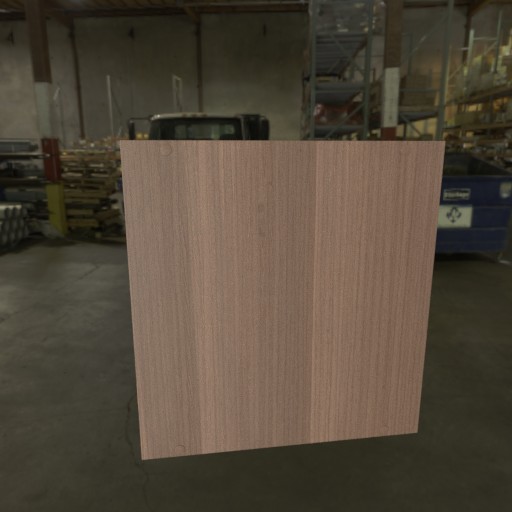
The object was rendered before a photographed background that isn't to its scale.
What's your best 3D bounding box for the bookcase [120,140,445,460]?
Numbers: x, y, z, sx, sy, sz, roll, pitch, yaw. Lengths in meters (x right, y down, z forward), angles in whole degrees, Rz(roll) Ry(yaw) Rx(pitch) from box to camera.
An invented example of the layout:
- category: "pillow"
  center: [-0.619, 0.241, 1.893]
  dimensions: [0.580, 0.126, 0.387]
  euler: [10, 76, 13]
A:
- category: "bookcase"
  center: [0.000, 0.000, 0.621]
  dimensions: [0.290, 0.305, 0.415]
  euler: [-2, 14, -8]
